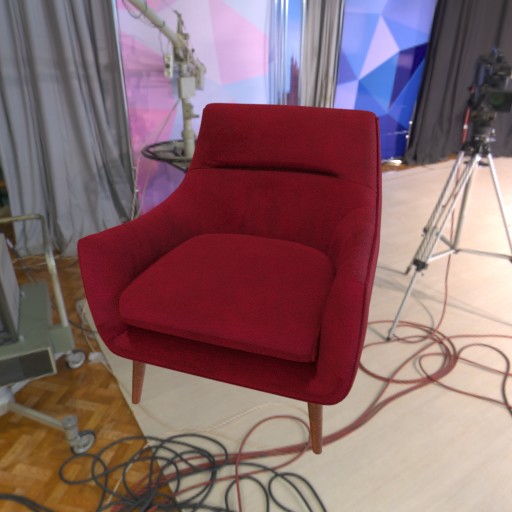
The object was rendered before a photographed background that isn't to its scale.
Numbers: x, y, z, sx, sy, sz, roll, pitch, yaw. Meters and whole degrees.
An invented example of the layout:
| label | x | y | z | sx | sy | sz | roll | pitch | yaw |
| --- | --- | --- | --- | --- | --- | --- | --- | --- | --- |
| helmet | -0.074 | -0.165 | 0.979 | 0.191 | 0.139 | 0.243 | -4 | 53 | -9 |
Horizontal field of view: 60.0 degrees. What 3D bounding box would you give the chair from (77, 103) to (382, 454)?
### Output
| label | x | y | z | sx | sy | sz | roll | pitch | yaw |
| --- | --- | --- | --- | --- | --- | --- | --- | --- | --- |
| chair | 0.000 | 0.000 | 1.427 | 0.762 | 0.838 | 0.787 | 9 | 28 | 16 |
